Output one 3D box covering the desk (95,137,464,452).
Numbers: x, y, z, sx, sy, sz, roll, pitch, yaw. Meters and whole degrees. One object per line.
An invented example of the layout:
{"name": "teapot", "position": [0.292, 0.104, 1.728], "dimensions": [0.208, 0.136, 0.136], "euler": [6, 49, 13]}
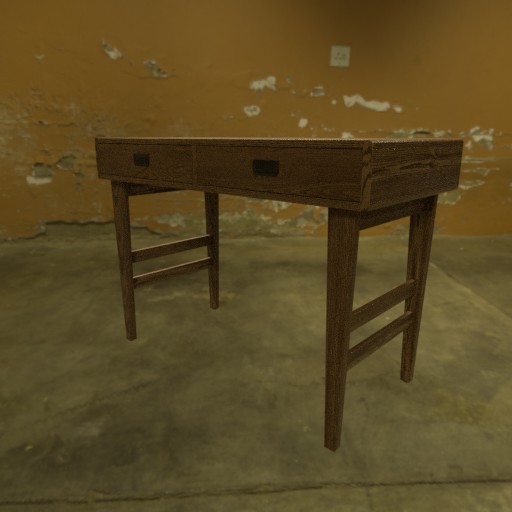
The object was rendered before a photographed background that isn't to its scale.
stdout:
{"name": "desk", "position": [0.000, 0.000, 1.469], "dimensions": [1.067, 0.755, 0.508], "euler": [14, 20, 41]}
